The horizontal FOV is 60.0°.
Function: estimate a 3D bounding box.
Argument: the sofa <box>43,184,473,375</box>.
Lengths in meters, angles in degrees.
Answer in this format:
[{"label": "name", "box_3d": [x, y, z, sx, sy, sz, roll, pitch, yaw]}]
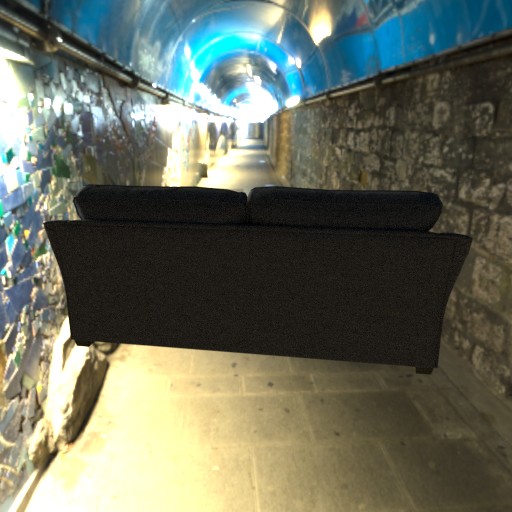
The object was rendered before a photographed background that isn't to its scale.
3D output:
[{"label": "sofa", "box_3d": [0.000, 0.000, 2.788, 2.270, 0.950, 0.971, 3, 16, 9]}]
